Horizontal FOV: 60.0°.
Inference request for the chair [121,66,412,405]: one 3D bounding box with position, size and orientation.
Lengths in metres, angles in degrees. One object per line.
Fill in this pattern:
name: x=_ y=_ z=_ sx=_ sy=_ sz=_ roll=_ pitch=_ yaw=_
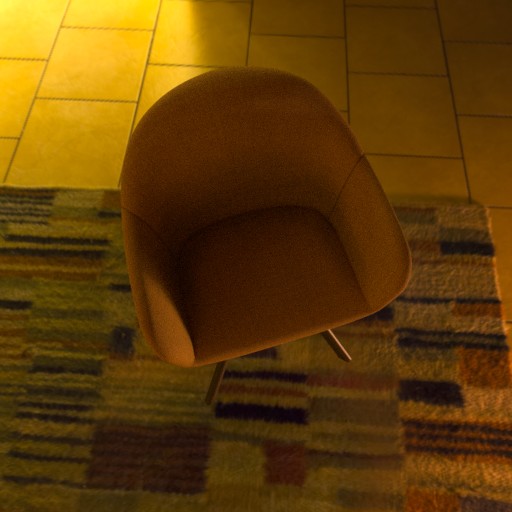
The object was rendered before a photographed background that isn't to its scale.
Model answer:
chair: x=0.000 y=0.000 z=1.175 sx=0.590 sy=0.795 sz=0.550 roll=-15 pitch=66 yaw=-7
